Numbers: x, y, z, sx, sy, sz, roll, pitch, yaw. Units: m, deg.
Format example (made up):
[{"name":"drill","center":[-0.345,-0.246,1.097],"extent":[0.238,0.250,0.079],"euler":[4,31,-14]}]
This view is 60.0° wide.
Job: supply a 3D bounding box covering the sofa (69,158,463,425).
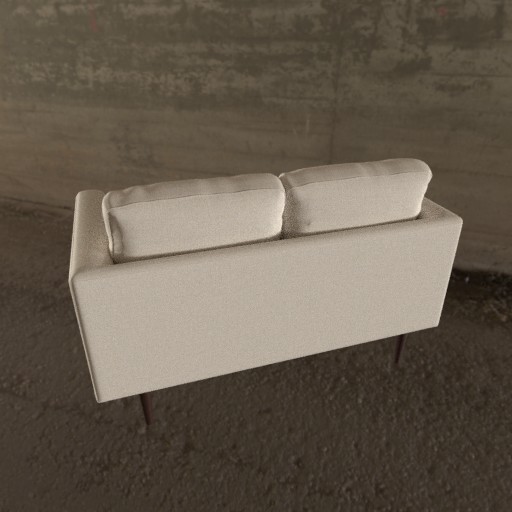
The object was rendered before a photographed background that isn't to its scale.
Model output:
[{"name":"sofa","center":[0.000,0.000,1.938],"extent":[1.430,0.908,0.796],"euler":[-9,30,-16]}]
